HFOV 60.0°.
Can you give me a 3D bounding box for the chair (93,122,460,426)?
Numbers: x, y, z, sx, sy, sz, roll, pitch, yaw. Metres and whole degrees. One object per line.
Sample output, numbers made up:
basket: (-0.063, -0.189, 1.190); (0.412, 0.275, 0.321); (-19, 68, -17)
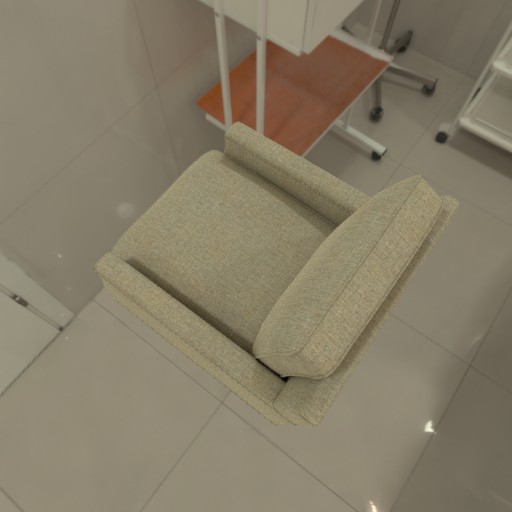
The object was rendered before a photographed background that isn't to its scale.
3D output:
chair: (0.000, 0.000, 1.699); (1.014, 0.943, 0.853); (34, 69, 15)
